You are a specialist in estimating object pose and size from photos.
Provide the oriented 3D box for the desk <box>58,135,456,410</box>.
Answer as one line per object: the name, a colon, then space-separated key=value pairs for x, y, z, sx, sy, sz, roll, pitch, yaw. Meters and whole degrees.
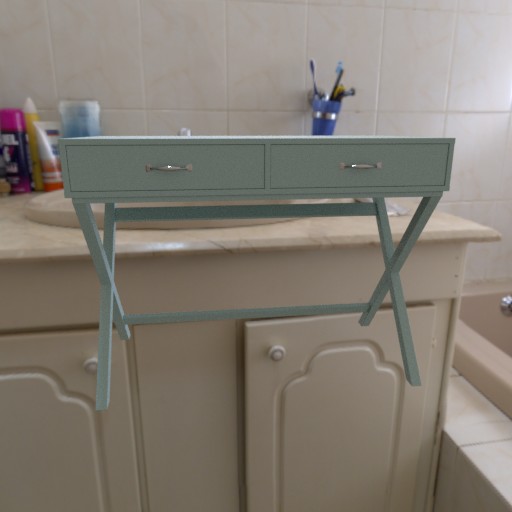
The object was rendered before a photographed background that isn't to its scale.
desk: x=0.000 y=0.000 z=1.504 sx=1.057 sy=0.780 sz=0.525 roll=-2 pitch=16 yaw=-7
